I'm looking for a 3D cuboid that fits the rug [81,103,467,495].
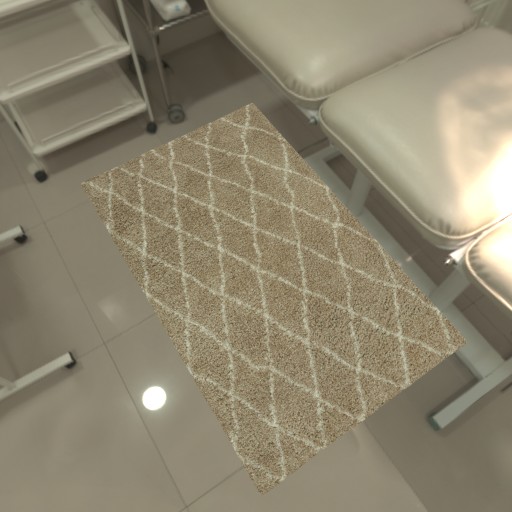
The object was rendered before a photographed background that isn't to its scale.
[{"bbox_3d":[0.000,0.000,3.011,1.524,0.030,2.438,-30,66,-15],"label":"rug"}]
